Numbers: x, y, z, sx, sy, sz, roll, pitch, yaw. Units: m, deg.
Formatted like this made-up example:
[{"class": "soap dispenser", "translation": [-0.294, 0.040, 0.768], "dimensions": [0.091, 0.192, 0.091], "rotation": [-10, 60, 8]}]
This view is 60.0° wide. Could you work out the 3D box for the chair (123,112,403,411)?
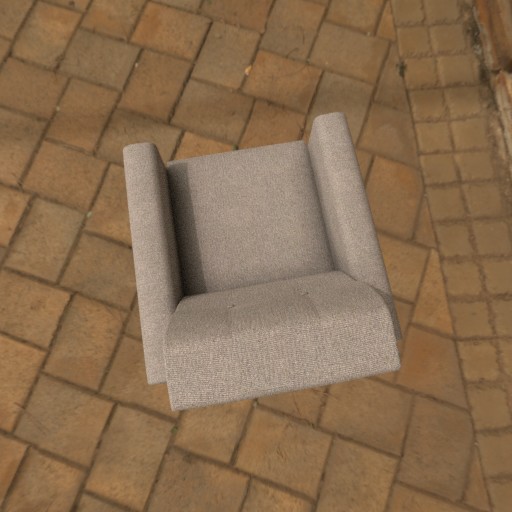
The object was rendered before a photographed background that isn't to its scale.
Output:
[{"class": "chair", "translation": [0.000, 0.000, 1.648], "dimensions": [0.845, 0.968, 0.942], "rotation": [-10, 76, -2]}]
